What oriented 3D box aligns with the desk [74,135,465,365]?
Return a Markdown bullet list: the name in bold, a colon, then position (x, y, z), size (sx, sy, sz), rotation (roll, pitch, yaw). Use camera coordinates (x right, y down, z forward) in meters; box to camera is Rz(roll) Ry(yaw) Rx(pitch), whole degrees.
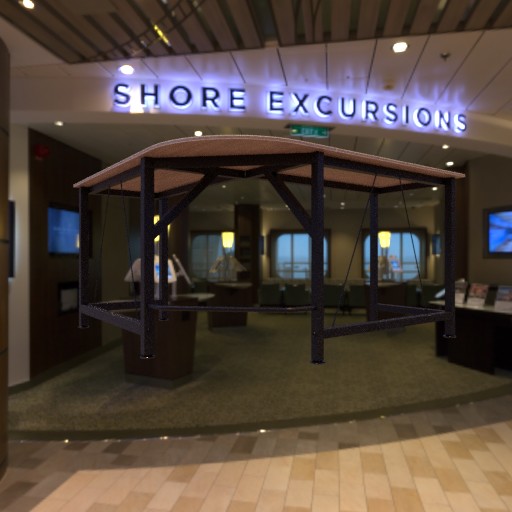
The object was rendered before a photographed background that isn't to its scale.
- **desk**: position (0.000, 0.000, 2.225), size (1.400, 0.762, 1.400), rotation (0, 0, -36)
